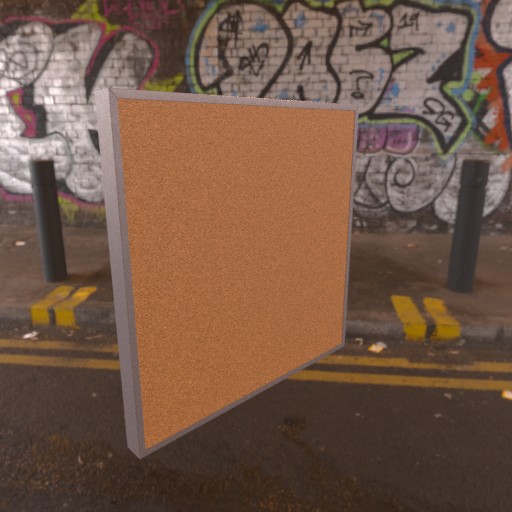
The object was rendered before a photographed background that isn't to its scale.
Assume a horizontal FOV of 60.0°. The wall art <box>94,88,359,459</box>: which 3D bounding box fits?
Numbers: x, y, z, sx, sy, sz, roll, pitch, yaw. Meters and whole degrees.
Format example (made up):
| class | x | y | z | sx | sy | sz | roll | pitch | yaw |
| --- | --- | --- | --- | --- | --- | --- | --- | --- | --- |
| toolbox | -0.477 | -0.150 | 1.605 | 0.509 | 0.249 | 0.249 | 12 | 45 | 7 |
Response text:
| class | x | y | z | sx | sy | sz | roll | pitch | yaw |
| --- | --- | --- | --- | --- | --- | --- | --- | --- | --- |
| wall art | 0.000 | 0.000 | 0.521 | 0.349 | 0.349 | 0.028 | -15 | 21 | -42 |
